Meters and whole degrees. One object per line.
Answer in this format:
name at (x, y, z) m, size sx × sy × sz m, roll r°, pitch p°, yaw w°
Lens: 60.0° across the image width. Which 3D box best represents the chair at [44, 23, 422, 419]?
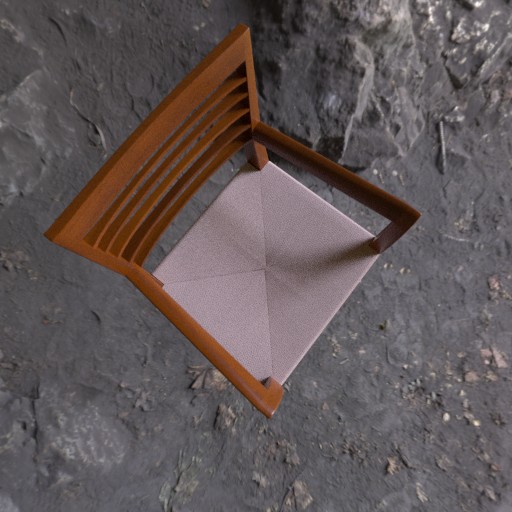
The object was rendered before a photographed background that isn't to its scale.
chair at (0.000, 0.000, 1.205) m, size 0.540 × 0.855 × 0.587 m, roll 38°, pitch 80°, yaw 8°
